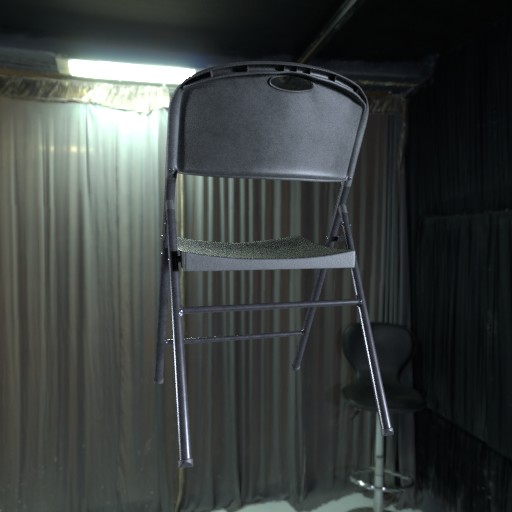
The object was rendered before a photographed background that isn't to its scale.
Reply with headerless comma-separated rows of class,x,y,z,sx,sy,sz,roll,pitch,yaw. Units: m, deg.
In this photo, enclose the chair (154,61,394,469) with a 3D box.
chair,0.000,0.000,1.178,0.494,0.810,0.566,-1,2,-18
